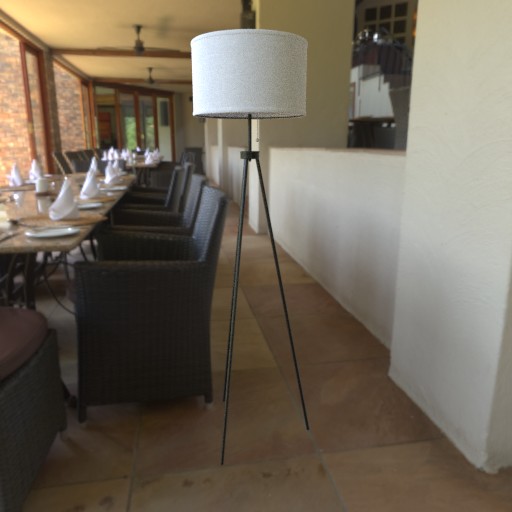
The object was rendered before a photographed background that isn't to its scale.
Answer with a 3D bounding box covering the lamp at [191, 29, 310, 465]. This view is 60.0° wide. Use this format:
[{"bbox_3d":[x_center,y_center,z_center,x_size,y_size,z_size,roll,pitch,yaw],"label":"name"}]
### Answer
[{"bbox_3d":[0.000,0.000,1.756,0.458,1.545,0.448,-2,14,-7],"label":"lamp"}]
